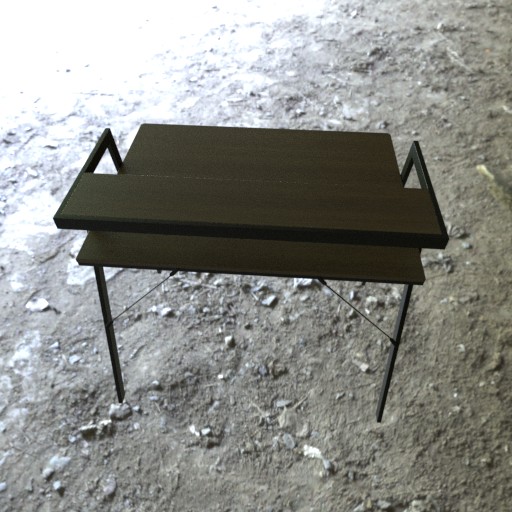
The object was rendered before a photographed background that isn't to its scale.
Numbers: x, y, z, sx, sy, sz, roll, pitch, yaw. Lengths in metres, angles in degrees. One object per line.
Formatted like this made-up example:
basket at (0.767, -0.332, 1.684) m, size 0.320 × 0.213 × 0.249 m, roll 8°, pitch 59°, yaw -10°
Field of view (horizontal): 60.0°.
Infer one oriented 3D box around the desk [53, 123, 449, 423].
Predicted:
desk at (0.000, 0.000, 1.882) m, size 1.143 × 0.998 × 0.936 m, roll 3°, pitch 47°, yaw 3°
